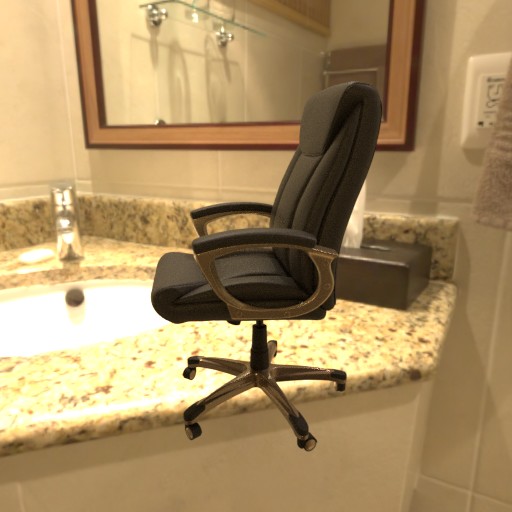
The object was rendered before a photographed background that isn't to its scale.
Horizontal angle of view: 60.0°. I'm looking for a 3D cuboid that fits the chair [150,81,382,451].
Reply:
[{"bbox_3d":[0.000,0.000,1.639,0.748,1.188,0.694,-2,15,-8],"label":"chair"}]
